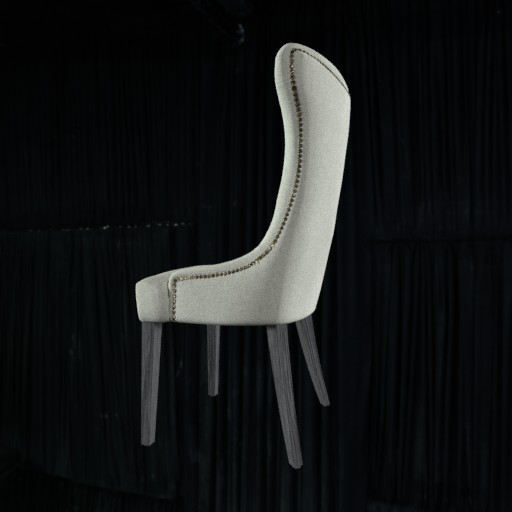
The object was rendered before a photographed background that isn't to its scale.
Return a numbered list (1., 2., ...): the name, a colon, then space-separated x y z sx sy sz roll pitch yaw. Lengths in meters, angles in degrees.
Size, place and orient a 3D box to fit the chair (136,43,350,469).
1. chair: 0.000 0.000 1.408 0.590 1.065 0.584 0 0 17
